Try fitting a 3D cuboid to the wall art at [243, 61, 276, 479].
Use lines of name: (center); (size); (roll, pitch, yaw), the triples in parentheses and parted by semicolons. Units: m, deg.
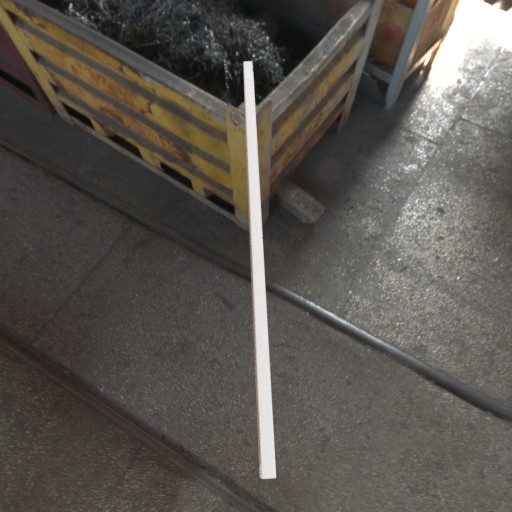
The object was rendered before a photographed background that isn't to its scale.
wall art: (0.000, 0.000, 1.695); (0.039, 0.507, 1.520); (-2, 64, -1)
